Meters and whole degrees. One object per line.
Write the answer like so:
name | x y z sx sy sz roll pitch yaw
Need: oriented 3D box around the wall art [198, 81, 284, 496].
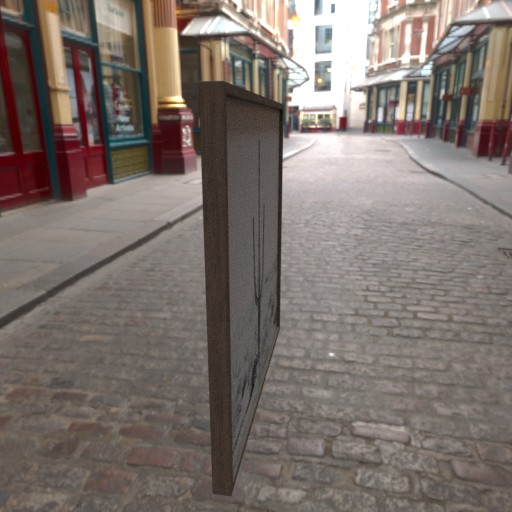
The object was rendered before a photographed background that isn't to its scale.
wall art | 0.000 0.000 1.125 0.038 0.762 0.762 3 17 10
